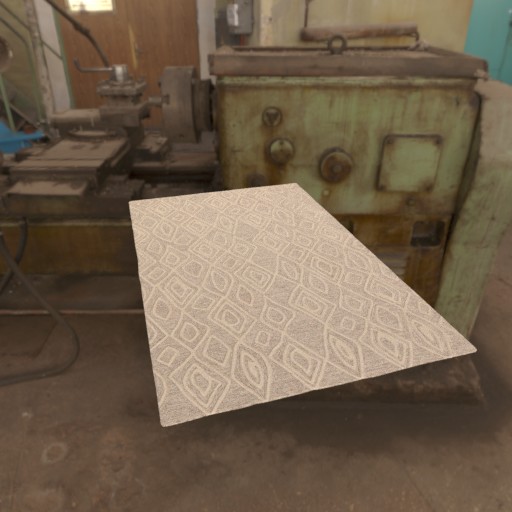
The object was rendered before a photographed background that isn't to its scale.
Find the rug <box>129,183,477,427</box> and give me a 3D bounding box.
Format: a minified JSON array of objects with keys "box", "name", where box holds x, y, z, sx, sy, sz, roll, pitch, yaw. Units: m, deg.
[{"box":[0.000,0.000,2.989,1.546,0.010,2.442,-9,31,-15],"name":"rug"}]
